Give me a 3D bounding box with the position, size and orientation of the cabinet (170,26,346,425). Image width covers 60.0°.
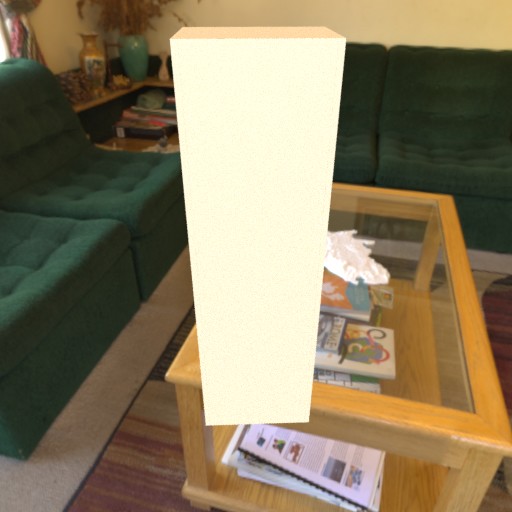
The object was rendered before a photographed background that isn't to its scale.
[{"bbox_3d":[0.000,0.000,1.489,0.400,1.350,0.300,-1,32,-2],"label":"cabinet"}]
